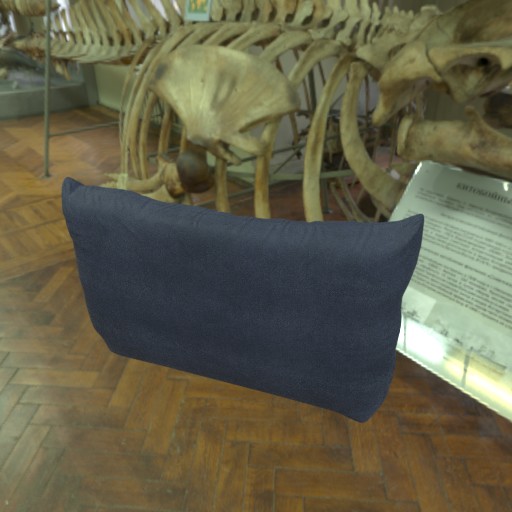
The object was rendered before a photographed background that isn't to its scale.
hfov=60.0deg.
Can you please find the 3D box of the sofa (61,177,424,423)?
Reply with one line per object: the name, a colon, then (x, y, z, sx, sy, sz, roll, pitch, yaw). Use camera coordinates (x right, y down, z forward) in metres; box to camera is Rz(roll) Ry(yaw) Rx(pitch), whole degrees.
sofa: (0.000, 0.000, 1.714, 1.122, 0.778, 0.849, 10, 31, 16)
